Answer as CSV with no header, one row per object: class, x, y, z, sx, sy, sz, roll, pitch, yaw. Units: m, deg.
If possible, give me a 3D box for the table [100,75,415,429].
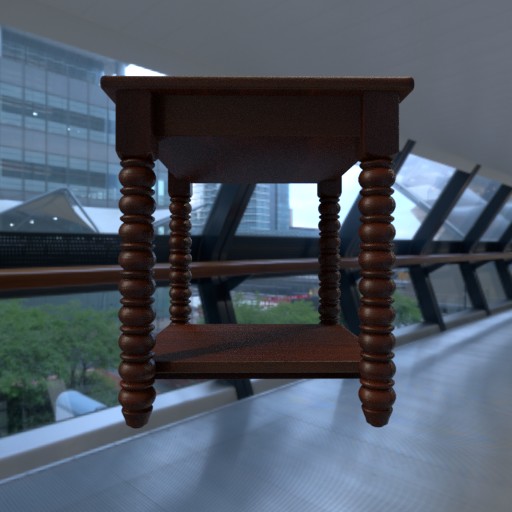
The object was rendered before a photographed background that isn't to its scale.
table,0.000,0.000,0.963,0.500,0.567,0.533,0,0,-1
